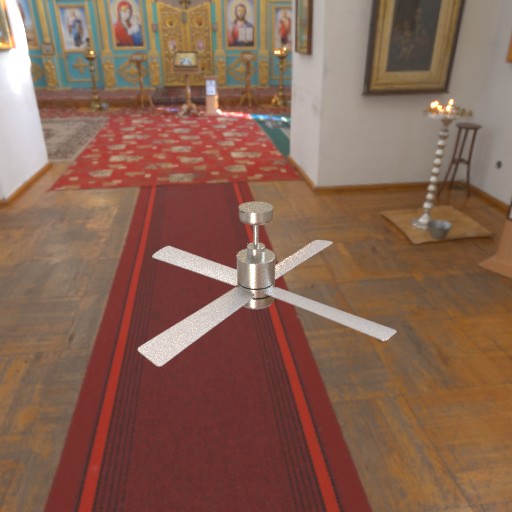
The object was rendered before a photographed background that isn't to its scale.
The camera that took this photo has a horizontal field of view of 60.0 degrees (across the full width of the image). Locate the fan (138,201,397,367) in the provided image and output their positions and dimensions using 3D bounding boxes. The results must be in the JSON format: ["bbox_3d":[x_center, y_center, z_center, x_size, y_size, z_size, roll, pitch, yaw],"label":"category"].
[{"bbox_3d":[0.000,0.000,2.321,1.525,0.539,1.525,18,31,33],"label":"fan"}]
